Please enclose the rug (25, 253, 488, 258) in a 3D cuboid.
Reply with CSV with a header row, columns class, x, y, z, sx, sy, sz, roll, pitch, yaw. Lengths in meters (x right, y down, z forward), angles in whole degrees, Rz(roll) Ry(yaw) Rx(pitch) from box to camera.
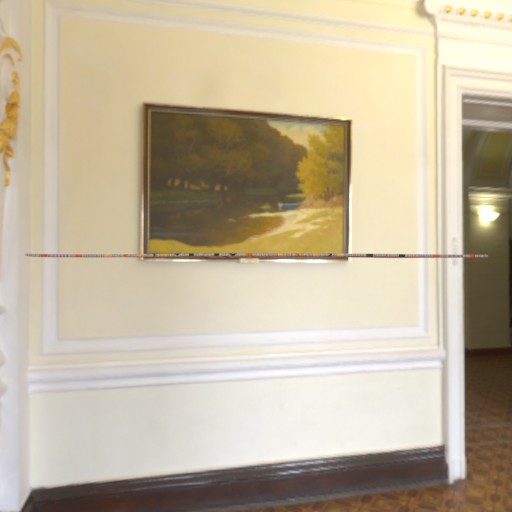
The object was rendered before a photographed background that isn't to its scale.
class,x,y,z,sx,sy,sz,roll,pitch,yaw
rug,0.000,0.000,2.678,2.419,0.022,0.744,0,0,0
